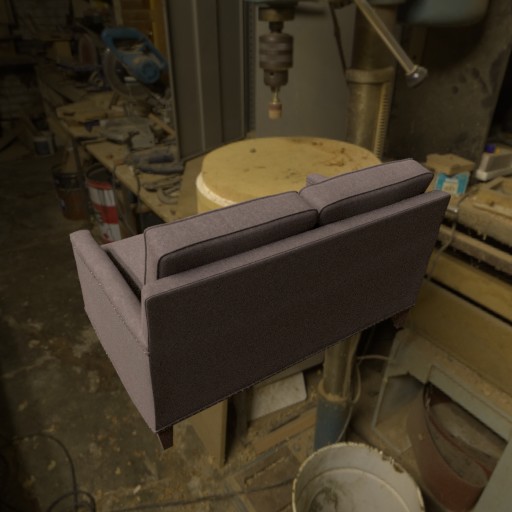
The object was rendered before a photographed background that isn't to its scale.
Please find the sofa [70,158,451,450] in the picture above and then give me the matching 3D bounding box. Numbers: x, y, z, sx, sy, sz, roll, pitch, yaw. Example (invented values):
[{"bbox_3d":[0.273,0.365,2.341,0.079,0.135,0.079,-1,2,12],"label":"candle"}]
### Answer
[{"bbox_3d":[0.000,0.000,2.272,1.597,1.003,1.084,-19,36,-28],"label":"sofa"}]
